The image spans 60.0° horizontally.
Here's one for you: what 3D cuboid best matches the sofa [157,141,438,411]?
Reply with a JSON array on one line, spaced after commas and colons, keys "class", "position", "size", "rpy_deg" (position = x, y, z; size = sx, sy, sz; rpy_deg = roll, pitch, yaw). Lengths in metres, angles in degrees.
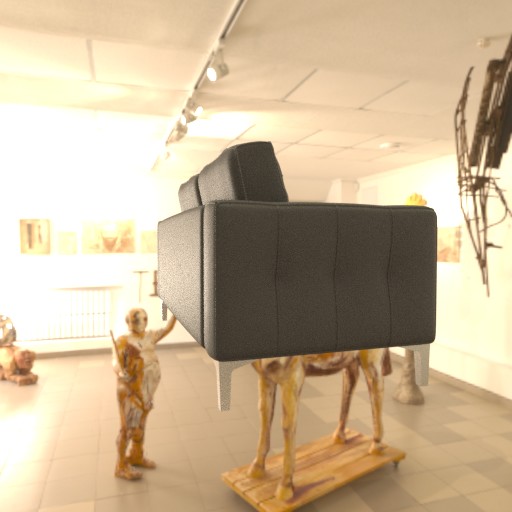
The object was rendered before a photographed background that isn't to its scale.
[{"class": "sofa", "position": [0.000, 0.000, 2.247], "size": [0.833, 0.893, 1.726], "rpy_deg": [-1, 2, -18]}]
